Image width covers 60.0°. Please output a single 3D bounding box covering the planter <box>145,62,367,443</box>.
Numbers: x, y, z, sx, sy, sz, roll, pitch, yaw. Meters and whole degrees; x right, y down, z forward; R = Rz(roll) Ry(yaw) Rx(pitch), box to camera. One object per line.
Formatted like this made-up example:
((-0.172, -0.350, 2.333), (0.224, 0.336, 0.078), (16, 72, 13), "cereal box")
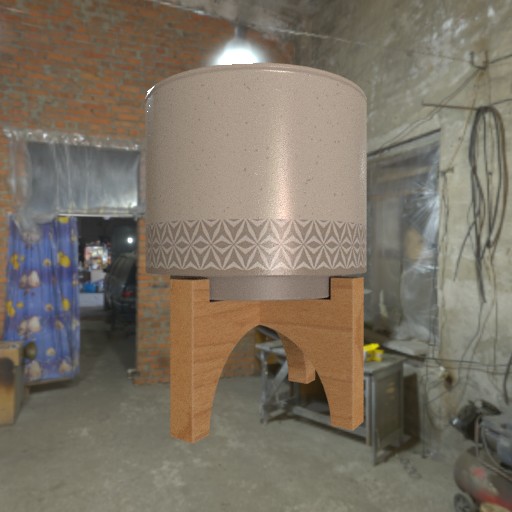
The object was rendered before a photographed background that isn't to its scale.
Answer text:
((0.000, 0.000, 0.268), (0.130, 0.178, 0.130), (0, 0, 0), "planter")
